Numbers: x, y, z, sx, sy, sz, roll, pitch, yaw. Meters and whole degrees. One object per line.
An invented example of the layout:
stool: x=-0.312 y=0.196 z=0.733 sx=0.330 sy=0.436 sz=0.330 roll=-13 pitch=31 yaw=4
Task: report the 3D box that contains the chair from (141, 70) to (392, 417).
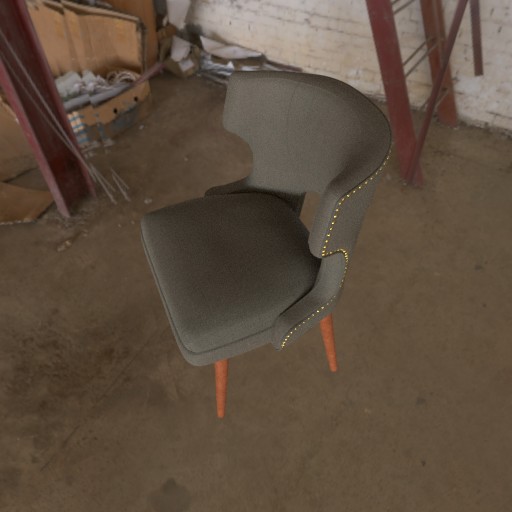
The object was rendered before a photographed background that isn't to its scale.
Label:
chair: x=0.000 y=0.000 z=1.278 sx=0.581 sy=0.863 sz=0.595 roll=-17 pitch=50 yaw=-15
